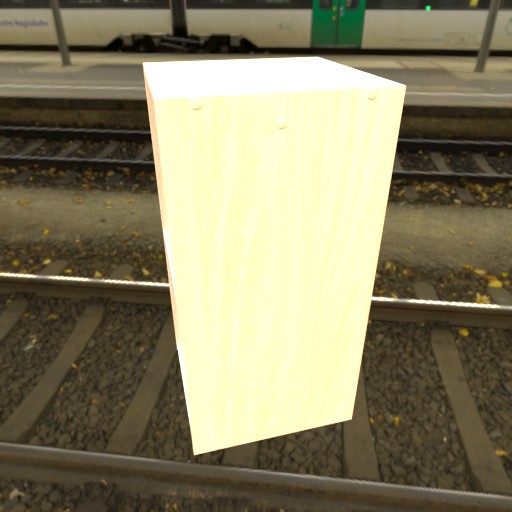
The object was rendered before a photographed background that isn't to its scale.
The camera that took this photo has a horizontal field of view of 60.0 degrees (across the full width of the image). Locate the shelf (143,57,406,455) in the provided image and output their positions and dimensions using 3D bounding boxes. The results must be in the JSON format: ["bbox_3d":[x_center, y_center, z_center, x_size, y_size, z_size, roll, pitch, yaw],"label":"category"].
[{"bbox_3d":[0.000,0.000,0.769,0.297,0.594,0.290,-8,32,-13],"label":"shelf"}]
